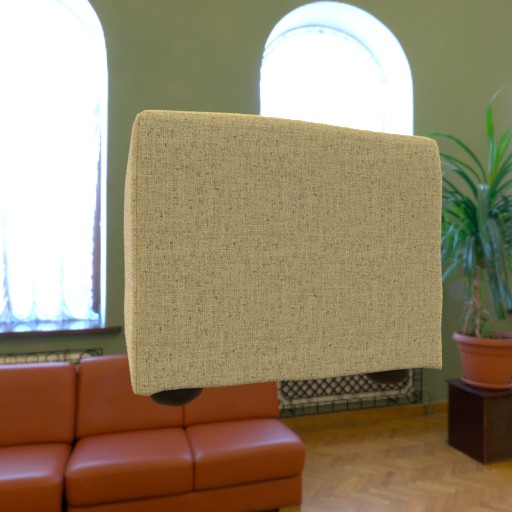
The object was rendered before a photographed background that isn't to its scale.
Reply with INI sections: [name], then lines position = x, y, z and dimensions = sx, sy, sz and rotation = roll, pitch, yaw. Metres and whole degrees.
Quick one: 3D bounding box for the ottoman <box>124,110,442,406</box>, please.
[ottoman]
position = 0.000, 0.000, 0.910
dimensions = 0.512, 0.453, 0.521
rotation = 0, 0, -18
